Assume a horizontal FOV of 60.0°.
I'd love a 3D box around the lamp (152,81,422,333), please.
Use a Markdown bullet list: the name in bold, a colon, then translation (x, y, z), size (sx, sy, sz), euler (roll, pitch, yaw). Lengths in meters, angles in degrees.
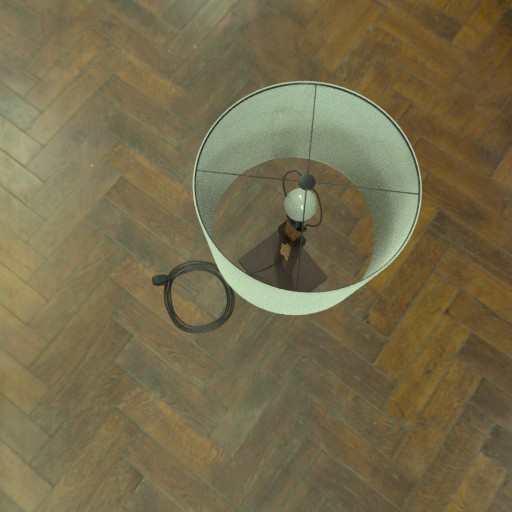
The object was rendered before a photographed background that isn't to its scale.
- **lamp**: translation (0.000, 0.000, 1.001), size (0.525, 0.668, 0.396), euler (-38, 79, -9)
